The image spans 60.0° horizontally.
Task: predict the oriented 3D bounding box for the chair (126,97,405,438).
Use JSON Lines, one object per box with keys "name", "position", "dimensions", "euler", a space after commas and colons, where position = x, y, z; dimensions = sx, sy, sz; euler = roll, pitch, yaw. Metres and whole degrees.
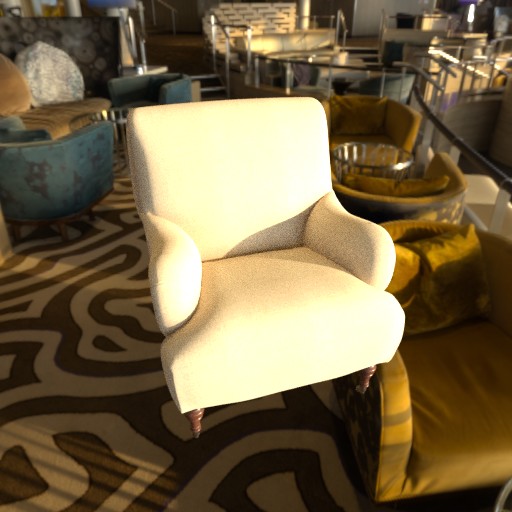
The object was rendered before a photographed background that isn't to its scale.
{"name": "chair", "position": [0.000, 0.000, 1.564], "dimensions": [0.766, 0.944, 0.842], "euler": [-9, 31, -16]}
